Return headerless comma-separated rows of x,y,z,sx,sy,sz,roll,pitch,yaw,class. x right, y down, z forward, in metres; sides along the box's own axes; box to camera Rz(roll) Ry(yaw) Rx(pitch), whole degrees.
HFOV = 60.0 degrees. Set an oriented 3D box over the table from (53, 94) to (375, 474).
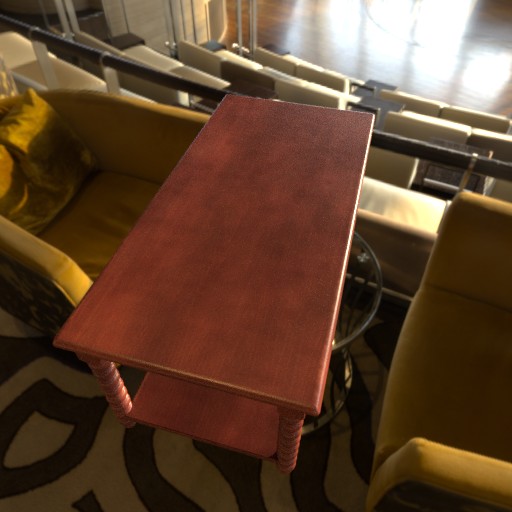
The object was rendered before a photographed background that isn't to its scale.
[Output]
0.000,0.000,1.447,0.580,0.485,1.171,12,47,11,table
